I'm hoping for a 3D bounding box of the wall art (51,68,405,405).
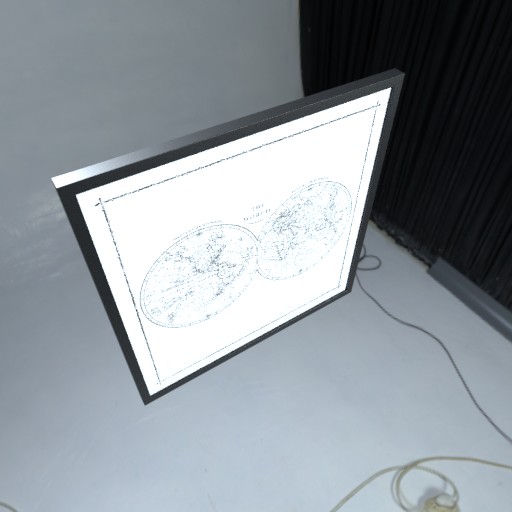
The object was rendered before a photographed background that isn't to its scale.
[{"bbox_3d":[0.000,0.000,1.138,0.773,0.775,0.031,-25,51,-22],"label":"wall art"}]
